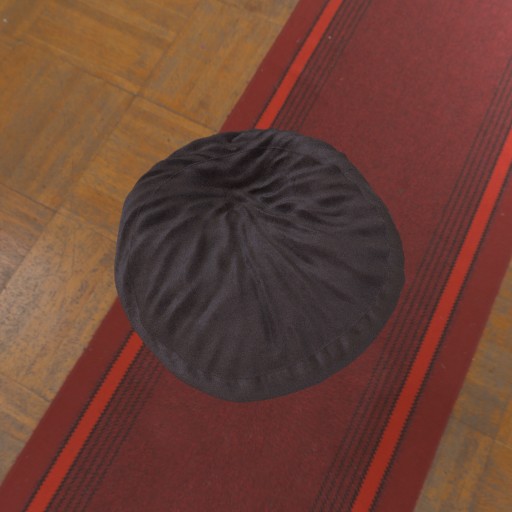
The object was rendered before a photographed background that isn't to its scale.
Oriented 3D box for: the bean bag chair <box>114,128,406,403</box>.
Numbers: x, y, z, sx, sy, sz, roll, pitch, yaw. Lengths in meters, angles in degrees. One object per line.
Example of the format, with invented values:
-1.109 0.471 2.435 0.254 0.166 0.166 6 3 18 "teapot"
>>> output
0.000 0.000 2.061 1.245 0.821 1.245 0 75 0 "bean bag chair"
